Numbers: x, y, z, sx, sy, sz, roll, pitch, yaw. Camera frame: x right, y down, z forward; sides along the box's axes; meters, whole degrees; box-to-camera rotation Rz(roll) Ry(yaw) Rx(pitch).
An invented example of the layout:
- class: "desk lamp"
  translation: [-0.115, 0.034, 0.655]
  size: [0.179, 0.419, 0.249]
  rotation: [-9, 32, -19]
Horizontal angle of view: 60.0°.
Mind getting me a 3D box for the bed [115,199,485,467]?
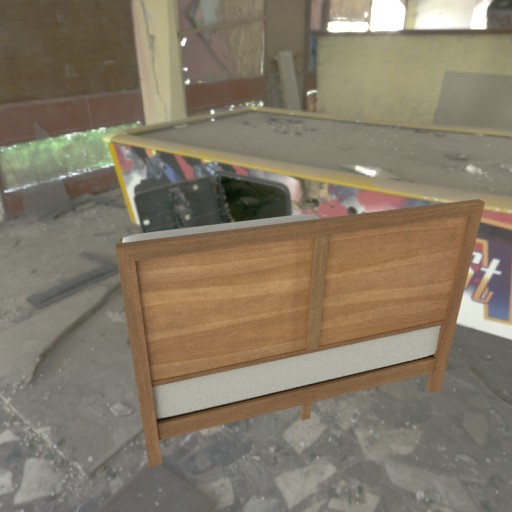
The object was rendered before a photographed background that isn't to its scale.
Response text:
- class: "bed"
  translation: [0.000, 0.000, 3.455]
  size: [2.003, 1.387, 2.184]
  rotation: [-8, 27, -16]
